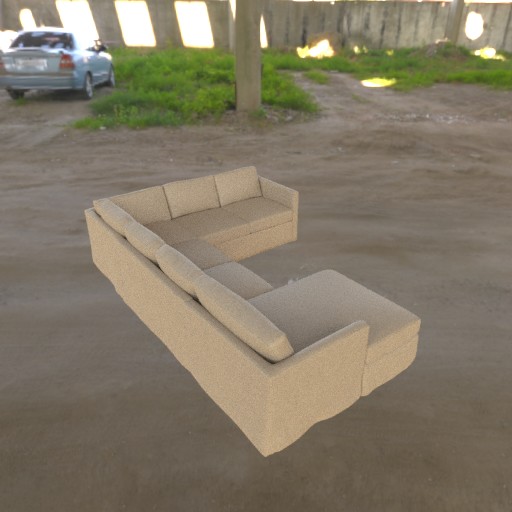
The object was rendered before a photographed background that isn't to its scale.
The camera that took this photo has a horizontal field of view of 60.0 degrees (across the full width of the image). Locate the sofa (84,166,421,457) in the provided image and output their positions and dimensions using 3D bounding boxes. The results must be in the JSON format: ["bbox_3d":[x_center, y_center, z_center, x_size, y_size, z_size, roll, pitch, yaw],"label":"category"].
[{"bbox_3d":[0.000,0.000,4.650,2.476,0.878,3.528,-19,33,-32],"label":"sofa"}]
